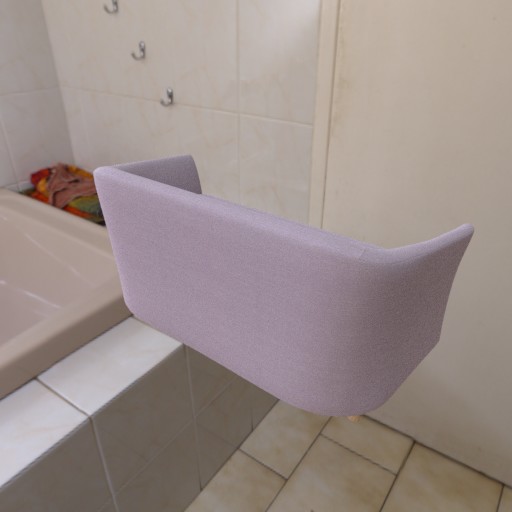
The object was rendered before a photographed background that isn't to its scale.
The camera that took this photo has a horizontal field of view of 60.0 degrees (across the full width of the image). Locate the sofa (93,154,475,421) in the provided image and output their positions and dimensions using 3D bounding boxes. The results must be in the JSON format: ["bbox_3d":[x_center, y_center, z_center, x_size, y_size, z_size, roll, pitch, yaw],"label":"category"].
[{"bbox_3d":[0.000,0.000,1.834,1.452,0.721,0.705,21,35,32],"label":"sofa"}]
